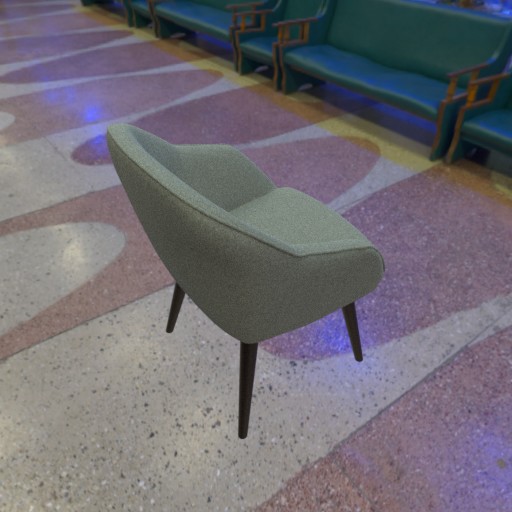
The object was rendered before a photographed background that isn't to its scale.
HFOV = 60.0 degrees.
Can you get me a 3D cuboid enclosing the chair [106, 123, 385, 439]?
[{"bbox_3d":[0.000,0.000,1.223,0.611,0.810,0.589,-24,46,-26],"label":"chair"}]
